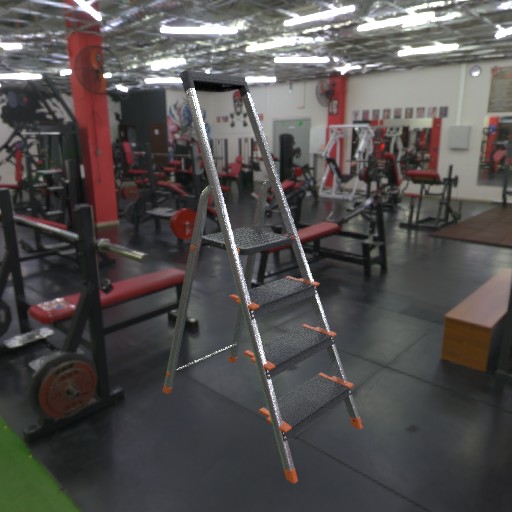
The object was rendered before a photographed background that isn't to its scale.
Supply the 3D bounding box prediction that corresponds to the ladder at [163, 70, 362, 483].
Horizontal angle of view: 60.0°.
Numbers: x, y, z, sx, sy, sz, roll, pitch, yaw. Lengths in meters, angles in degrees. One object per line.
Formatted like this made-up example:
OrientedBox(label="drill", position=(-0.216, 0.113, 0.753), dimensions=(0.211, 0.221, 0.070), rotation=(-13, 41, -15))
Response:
OrientedBox(label="ladder", position=(0.000, 0.000, 1.818), dimensions=(0.452, 1.429, 0.834), rotation=(-15, 21, -43))
